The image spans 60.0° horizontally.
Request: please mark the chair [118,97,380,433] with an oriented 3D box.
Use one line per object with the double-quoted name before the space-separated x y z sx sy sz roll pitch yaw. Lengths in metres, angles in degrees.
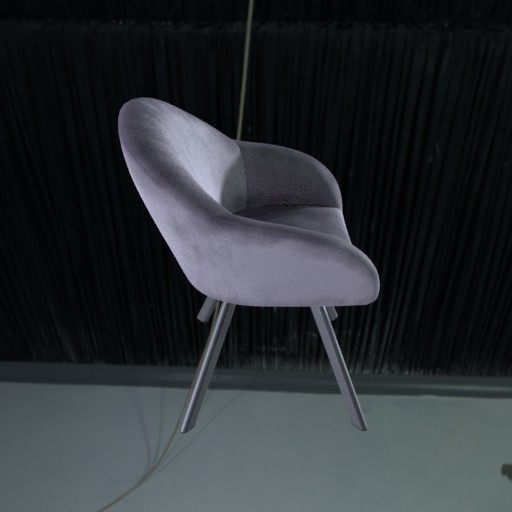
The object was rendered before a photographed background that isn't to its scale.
"chair" 0.000 0.000 1.177 0.590 0.795 0.550 0 31 -1
